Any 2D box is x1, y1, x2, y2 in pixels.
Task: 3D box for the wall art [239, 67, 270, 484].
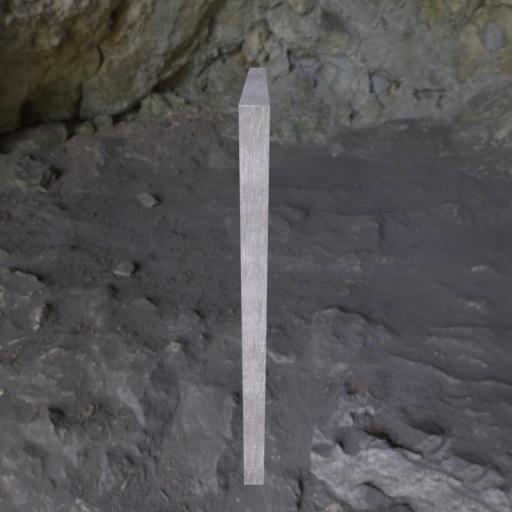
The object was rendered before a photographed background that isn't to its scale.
[{"bbox_3d":[0.000,0.000,0.704,0.032,0.521,0.421,0,27,0],"label":"wall art"}]
